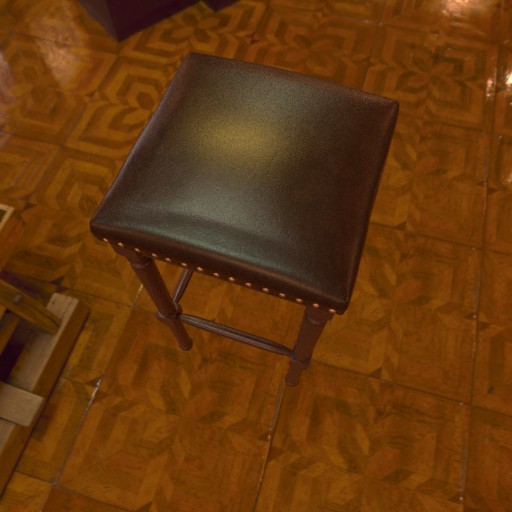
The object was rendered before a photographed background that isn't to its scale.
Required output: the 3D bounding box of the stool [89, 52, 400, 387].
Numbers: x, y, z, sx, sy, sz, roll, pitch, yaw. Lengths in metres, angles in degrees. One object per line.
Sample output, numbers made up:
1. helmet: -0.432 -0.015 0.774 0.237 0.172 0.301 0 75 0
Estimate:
1. stool: 0.000 0.000 0.978 0.383 0.768 0.382 17 65 8
